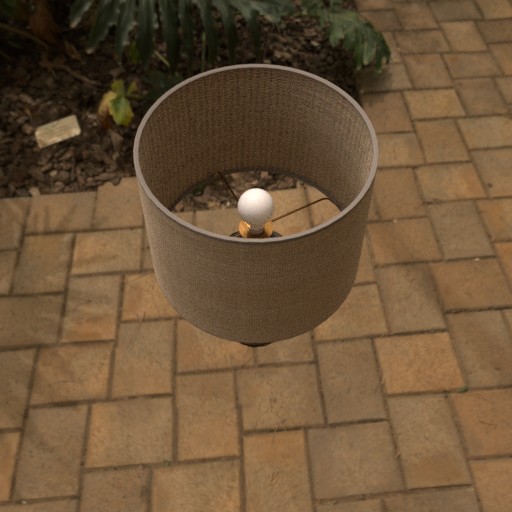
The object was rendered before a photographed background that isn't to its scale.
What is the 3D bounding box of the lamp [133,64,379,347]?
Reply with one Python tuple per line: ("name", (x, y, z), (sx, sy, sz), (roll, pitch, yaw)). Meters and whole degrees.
("lamp", (0.000, 0.000, 0.845), (0.376, 0.594, 0.376), (0, 59, 0))
